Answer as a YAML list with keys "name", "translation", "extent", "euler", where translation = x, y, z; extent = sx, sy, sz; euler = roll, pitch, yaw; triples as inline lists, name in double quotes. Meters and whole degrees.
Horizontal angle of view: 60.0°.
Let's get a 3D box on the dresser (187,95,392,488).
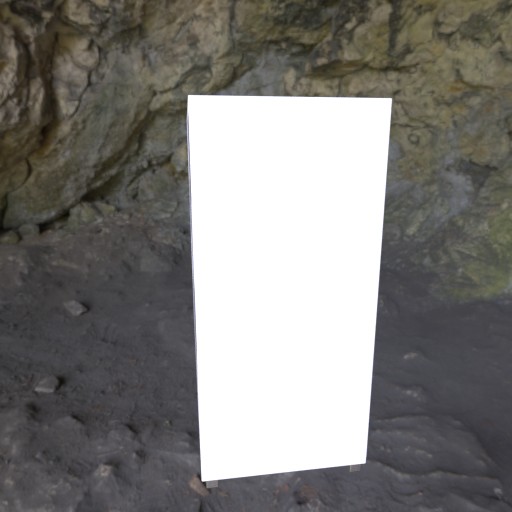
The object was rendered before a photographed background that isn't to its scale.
- name: "dresser"
  translation: [0.000, 0.000, 1.623]
  extent: [0.460, 1.000, 1.100]
  euler: [-2, 15, -8]
